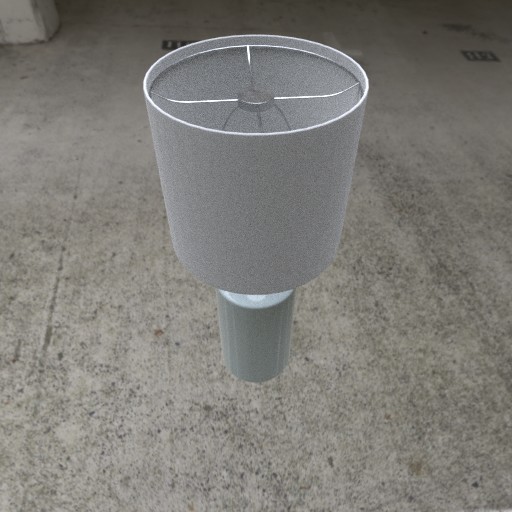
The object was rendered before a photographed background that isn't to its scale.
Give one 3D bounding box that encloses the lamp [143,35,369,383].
[{"bbox_3d":[0.000,0.000,0.599,0.212,0.493,0.212,-4,46,-4],"label":"lamp"}]
